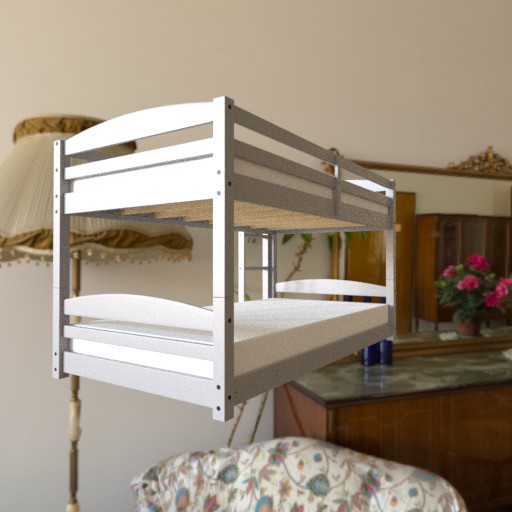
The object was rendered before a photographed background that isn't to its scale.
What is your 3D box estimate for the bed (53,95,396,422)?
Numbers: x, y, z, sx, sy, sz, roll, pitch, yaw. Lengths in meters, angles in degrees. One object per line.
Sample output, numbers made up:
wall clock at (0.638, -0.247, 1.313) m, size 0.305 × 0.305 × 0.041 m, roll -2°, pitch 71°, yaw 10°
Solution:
bed at (0.000, 0.000, 2.715) m, size 1.105 × 1.206 × 2.013 m, roll 0°, pitch -1°, yaw 34°
